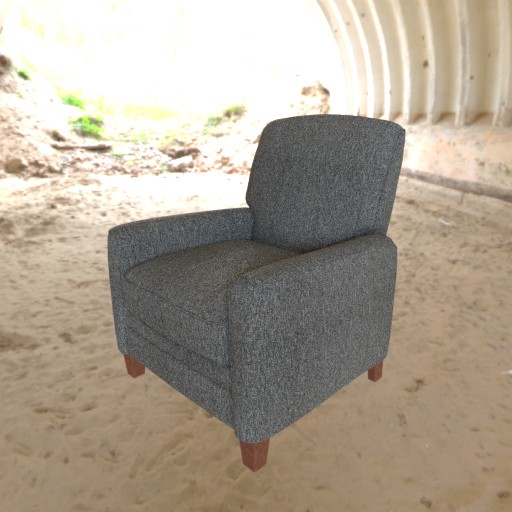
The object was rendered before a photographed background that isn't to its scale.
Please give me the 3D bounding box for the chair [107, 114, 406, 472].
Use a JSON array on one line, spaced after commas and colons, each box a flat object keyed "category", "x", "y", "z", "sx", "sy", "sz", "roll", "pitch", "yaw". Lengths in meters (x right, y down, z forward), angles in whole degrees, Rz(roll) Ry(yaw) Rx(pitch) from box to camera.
[{"category": "chair", "x": 0.000, "y": 0.000, "z": 1.658, "sx": 0.864, "sy": 1.014, "sz": 0.848, "roll": -16, "pitch": 24, "yaw": -42}]
